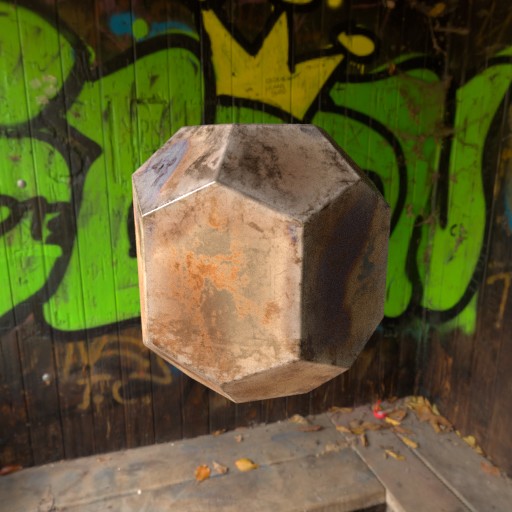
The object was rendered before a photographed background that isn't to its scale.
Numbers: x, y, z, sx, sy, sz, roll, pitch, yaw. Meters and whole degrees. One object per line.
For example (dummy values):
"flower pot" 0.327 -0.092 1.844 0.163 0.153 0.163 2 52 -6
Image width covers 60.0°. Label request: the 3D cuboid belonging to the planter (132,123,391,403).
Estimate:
"planter" 0.000 0.000 0.427 0.221 0.238 0.243 13 18 43
